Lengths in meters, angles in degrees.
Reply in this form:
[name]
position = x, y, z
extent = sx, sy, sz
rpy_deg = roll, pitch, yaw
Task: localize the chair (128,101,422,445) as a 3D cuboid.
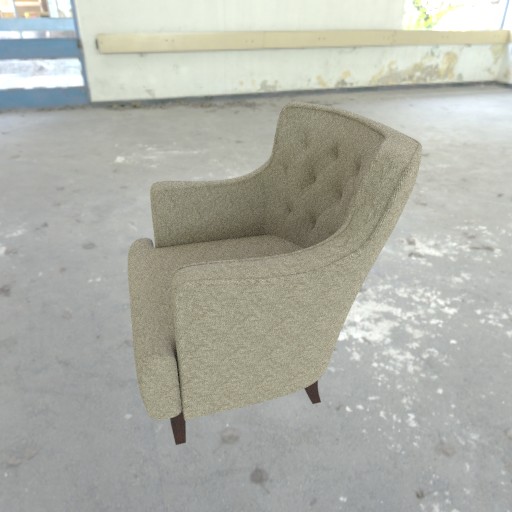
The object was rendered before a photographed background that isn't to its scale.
[chair]
position = 0.000, 0.000, 1.613
extent = 0.910, 0.920, 0.820
rpy_deg = -8, 30, -14
